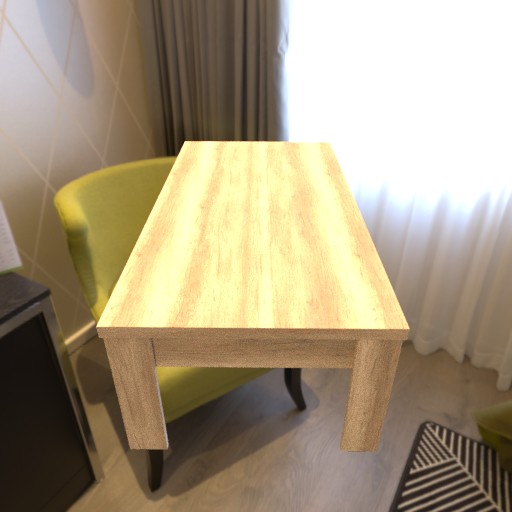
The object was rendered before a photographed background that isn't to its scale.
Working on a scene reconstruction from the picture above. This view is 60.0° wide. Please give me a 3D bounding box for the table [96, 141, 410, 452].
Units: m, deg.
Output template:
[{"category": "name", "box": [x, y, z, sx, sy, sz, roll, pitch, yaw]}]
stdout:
[{"category": "table", "box": [0.000, 0.000, 1.683, 0.700, 0.460, 1.350, 0, 32, 1]}]
